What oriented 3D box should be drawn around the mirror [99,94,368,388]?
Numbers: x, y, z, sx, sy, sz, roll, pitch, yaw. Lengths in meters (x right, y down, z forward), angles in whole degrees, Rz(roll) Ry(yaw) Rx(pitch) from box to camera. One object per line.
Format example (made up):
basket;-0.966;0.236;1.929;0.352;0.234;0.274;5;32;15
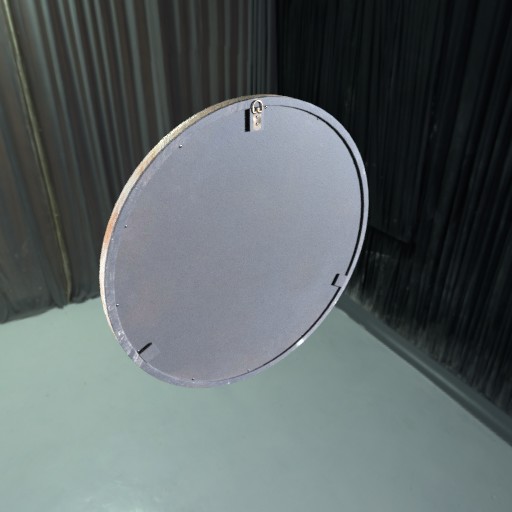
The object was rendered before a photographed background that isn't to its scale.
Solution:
mirror;0.000;0.000;1.036;0.710;0.710;0.038;-19;34;-30
